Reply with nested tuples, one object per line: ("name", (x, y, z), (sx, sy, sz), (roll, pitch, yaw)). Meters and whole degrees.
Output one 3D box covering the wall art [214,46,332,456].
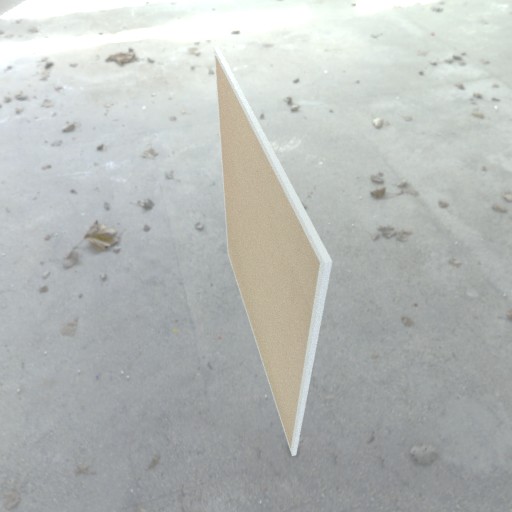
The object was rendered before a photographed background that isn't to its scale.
("wall art", (0.000, 0.000, 1.217), (0.012, 0.809, 0.809), (-11, 48, -10))
